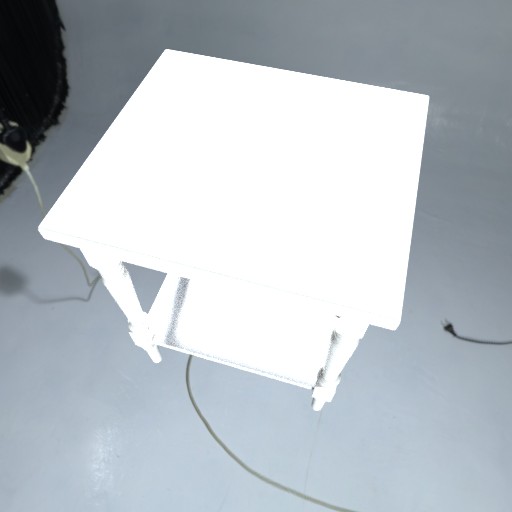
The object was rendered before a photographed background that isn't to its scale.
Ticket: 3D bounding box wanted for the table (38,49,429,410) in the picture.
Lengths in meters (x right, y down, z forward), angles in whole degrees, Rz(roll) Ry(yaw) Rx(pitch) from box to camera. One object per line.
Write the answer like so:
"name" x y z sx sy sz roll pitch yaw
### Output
"table" 0.000 0.000 0.911 0.488 0.565 0.442 14 57 9
